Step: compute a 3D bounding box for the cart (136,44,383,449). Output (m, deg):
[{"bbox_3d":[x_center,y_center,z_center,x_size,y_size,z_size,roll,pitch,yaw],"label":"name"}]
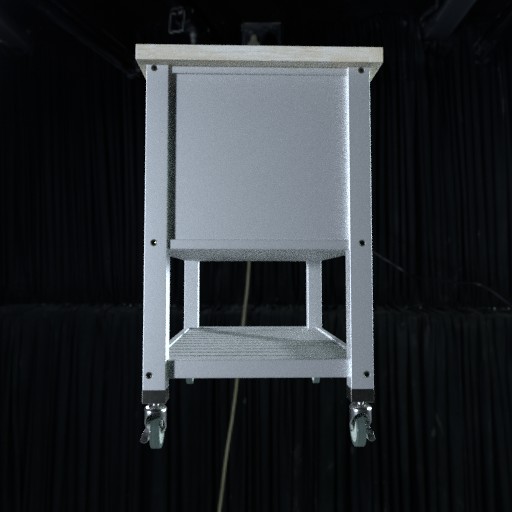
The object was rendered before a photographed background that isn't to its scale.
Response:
[{"bbox_3d":[0.000,0.000,1.359,0.559,0.914,0.762,0,-3,-1],"label":"cart"}]
